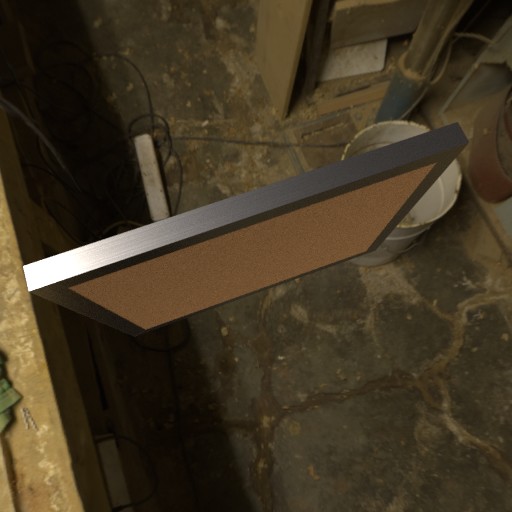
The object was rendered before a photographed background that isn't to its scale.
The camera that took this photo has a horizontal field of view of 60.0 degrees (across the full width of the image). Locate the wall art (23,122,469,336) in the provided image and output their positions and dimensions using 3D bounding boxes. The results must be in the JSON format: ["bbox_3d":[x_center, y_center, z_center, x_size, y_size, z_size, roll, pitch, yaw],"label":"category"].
[{"bbox_3d":[0.000,0.000,0.750,0.557,0.456,0.032,-19,74,-6],"label":"wall art"}]
